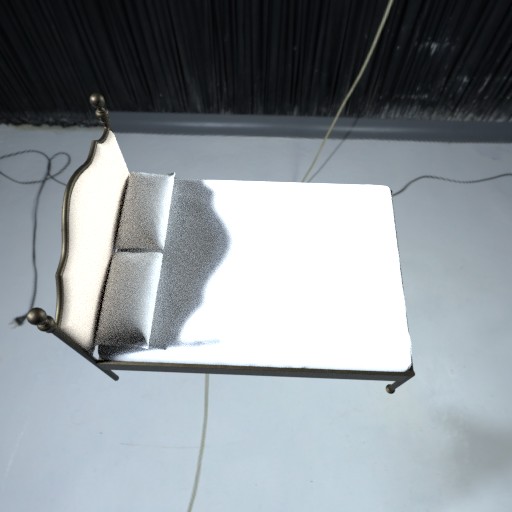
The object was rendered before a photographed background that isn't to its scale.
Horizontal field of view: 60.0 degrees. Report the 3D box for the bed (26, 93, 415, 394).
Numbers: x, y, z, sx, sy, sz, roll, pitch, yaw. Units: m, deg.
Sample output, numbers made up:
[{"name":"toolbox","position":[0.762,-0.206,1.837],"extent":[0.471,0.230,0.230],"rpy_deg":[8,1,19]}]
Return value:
[{"name":"bed","position":[0.000,0.000,3.074],"extent":[2.170,1.462,1.533],"rpy_deg":[2,63,1]}]
